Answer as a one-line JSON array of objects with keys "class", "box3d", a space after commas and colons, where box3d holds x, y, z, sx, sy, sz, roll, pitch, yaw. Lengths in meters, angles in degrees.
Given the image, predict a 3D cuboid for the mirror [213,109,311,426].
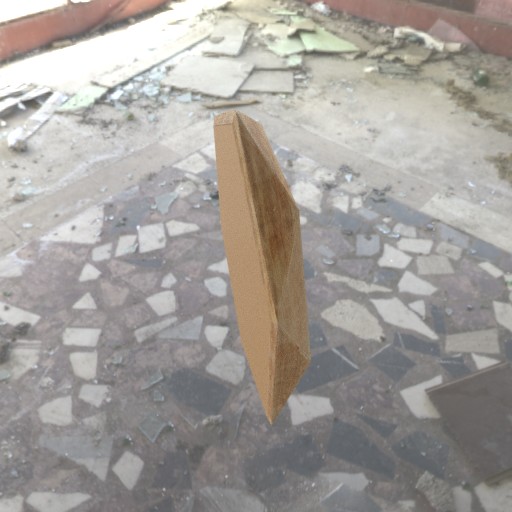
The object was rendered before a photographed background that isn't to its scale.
[{"class": "mirror", "box3d": [0.000, 0.000, 1.081, 0.091, 0.779, 0.675, -9, 47, -8]}]
